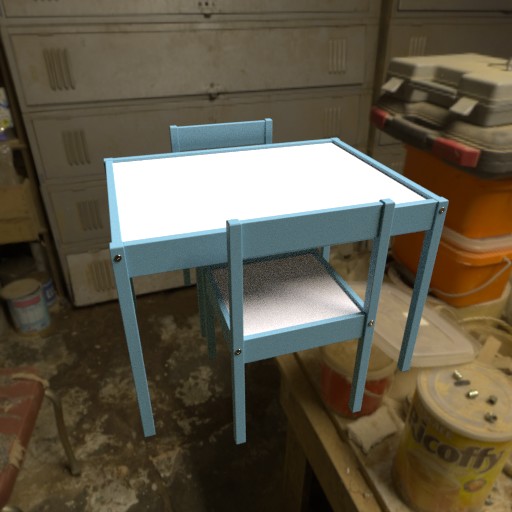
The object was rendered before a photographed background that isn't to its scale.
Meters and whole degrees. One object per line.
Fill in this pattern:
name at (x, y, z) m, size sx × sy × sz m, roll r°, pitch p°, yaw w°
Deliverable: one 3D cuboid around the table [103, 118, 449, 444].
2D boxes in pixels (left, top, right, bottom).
table at (0.000, 0.000, 1.081) m, size 0.639 × 0.503 × 0.633 m, roll -9°, pitch 31°, yaw -15°
